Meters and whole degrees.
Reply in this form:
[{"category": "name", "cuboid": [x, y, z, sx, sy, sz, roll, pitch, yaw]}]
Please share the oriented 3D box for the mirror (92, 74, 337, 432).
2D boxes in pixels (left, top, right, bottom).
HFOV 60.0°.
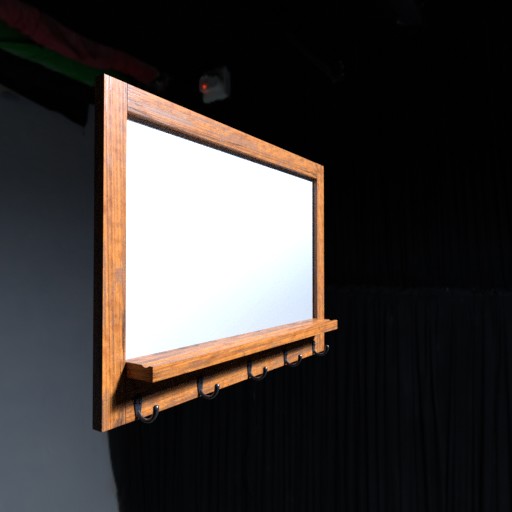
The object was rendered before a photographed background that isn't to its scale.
[{"category": "mirror", "cuboid": [0.000, 0.000, 0.964, 0.084, 0.537, 0.758, -1, -1, 34]}]
